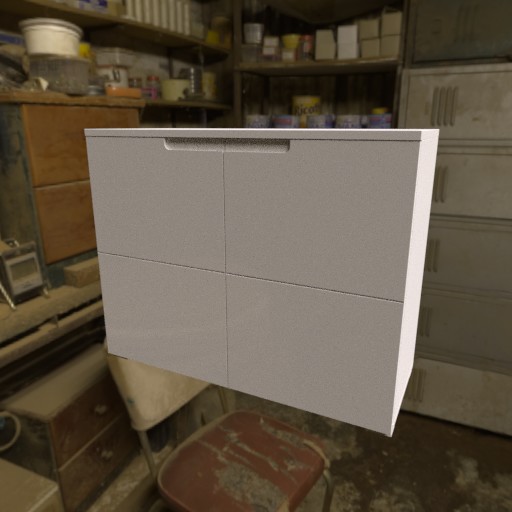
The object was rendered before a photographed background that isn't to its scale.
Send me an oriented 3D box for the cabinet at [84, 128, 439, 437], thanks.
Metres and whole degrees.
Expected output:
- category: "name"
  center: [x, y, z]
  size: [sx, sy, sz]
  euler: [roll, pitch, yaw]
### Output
- category: "cabinet"
  center: [0.000, 0.000, 1.453]
  size: [1.000, 0.800, 0.400]
  euler: [8, 18, 25]
